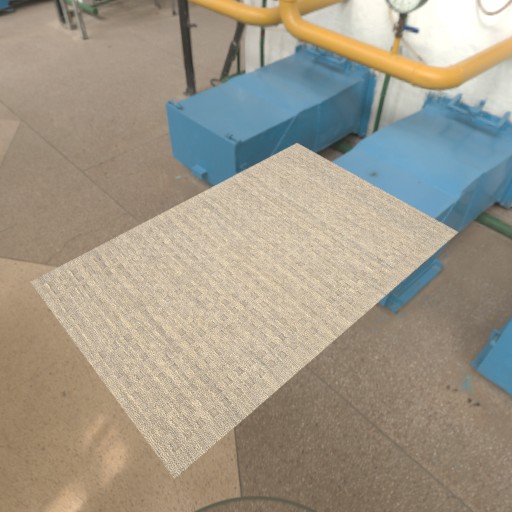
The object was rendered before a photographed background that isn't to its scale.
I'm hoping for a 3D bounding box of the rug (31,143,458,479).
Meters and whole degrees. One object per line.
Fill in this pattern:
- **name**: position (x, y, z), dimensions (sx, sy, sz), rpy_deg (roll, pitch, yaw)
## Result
- **rug**: position (0.000, 0.000, 2.146), dimensions (1.752, 0.006, 1.142), rpy_deg (-33, 54, -28)
